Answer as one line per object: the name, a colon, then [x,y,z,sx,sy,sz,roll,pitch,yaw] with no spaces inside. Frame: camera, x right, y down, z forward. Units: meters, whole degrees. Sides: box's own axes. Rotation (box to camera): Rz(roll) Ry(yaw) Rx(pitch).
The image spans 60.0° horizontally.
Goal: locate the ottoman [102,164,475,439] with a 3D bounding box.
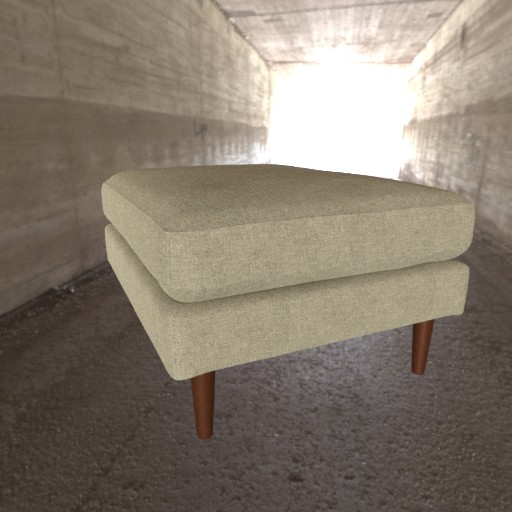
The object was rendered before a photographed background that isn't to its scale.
ottoman: [0.000,0.000,1.208,0.693,0.474,0.821,-7,17,-24]
